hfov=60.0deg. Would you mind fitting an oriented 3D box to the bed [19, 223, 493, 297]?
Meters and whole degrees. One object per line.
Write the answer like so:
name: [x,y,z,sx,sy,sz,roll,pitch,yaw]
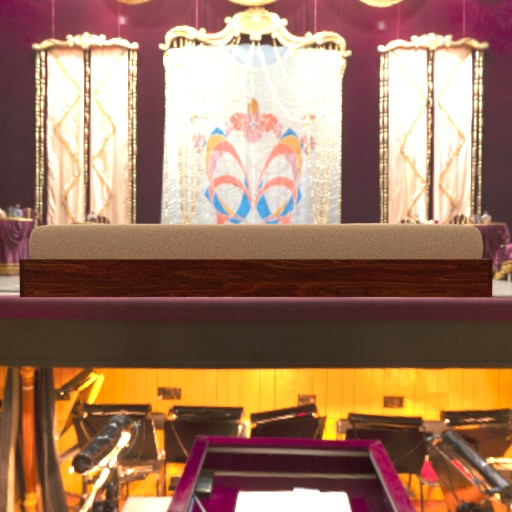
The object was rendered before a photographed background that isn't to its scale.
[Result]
bed: [0.000,0.000,2.212,1.860,0.312,0.940,0,1,0]
